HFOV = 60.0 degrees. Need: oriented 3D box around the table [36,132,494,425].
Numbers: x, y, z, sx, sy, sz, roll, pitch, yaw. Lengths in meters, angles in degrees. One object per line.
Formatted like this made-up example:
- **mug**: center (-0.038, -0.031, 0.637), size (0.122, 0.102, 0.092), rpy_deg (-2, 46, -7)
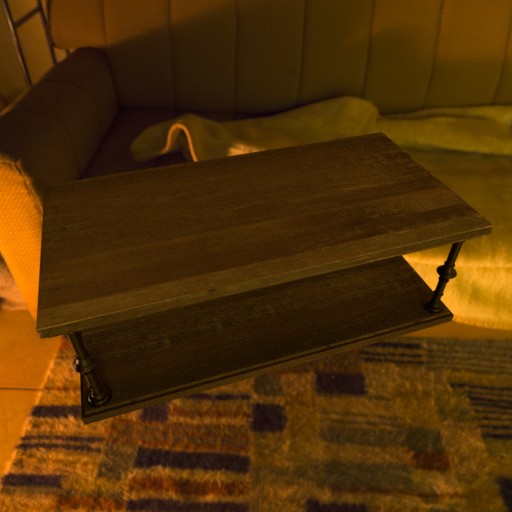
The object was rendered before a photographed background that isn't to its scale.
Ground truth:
- **table**: center (0.000, 0.000, 1.316), size (1.088, 0.373, 0.554), rpy_deg (-12, 43, -14)
